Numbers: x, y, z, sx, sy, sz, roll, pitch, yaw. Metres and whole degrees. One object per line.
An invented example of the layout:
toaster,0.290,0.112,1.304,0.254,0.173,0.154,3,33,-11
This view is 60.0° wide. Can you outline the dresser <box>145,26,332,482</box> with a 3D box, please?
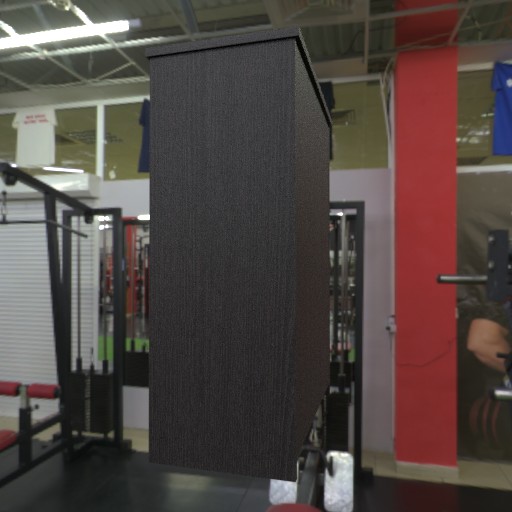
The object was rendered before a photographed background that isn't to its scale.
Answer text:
dresser,0.000,0.000,1.378,0.399,1.020,0.704,0,-1,16
